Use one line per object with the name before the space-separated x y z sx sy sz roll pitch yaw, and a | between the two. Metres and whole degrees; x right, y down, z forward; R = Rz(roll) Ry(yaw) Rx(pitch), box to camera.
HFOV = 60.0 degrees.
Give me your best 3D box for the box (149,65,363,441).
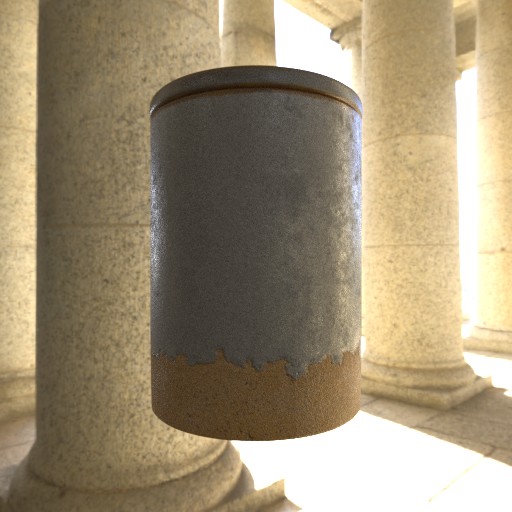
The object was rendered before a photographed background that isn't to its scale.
box | 0.000 0.000 0.250 0.118 0.168 0.118 0 -1 0
